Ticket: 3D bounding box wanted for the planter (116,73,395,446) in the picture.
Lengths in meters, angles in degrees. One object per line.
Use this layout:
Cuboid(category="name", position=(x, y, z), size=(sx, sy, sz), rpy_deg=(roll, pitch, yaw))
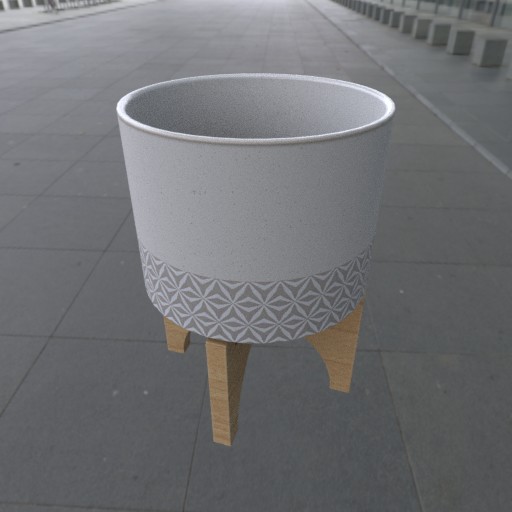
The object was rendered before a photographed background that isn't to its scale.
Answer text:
Cuboid(category="planter", position=(0.000, 0.000, 0.378), size=(0.188, 0.260, 0.188), rpy_deg=(0, 32, 0))
